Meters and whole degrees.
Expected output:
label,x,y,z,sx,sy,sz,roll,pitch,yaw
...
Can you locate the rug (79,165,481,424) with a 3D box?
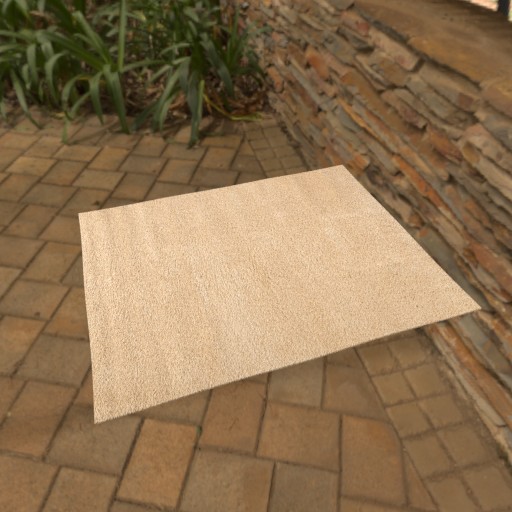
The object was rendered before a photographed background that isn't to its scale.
label,x,y,z,sx,sy,sz,roll,pitch,yaw
rug,0.000,0.000,4.043,3.000,0.025,2.400,-13,43,-14
